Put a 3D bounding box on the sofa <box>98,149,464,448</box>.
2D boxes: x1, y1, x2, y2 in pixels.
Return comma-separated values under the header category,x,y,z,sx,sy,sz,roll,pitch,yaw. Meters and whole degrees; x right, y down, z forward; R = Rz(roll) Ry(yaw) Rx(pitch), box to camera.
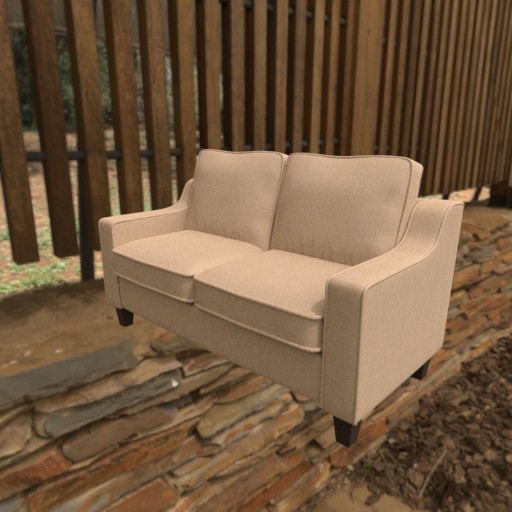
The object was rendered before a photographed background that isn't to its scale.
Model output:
category,x,y,z,sx,sy,sz,roll,pitch,yaw
sofa,0.000,0.000,3.460,2.587,1.562,1.351,14,21,41
